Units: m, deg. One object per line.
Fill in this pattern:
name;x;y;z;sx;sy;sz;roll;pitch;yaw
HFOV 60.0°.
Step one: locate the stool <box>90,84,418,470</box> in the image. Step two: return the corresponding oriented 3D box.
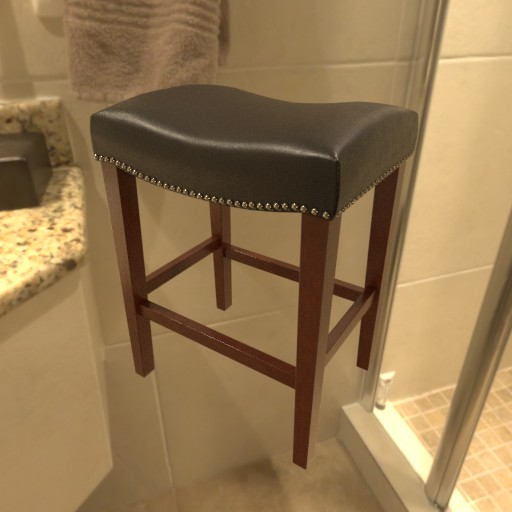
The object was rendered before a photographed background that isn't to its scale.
stool;0.000;0.000;0.960;0.504;0.654;0.372;18;34;29
